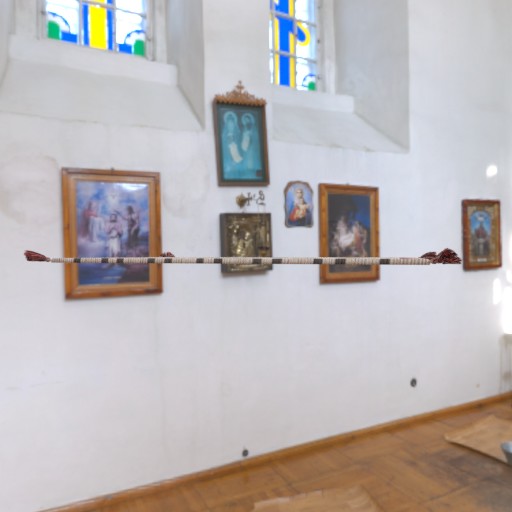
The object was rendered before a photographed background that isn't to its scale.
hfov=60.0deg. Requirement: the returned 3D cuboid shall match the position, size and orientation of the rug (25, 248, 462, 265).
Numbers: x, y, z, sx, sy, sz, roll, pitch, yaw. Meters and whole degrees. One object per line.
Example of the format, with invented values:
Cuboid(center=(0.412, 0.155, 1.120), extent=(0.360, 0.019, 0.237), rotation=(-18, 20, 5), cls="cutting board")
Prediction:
Cuboid(center=(0.000, 0.000, 2.587), extent=(2.069, 0.067, 1.444), rotation=(0, 0, 18), cls="rug")
